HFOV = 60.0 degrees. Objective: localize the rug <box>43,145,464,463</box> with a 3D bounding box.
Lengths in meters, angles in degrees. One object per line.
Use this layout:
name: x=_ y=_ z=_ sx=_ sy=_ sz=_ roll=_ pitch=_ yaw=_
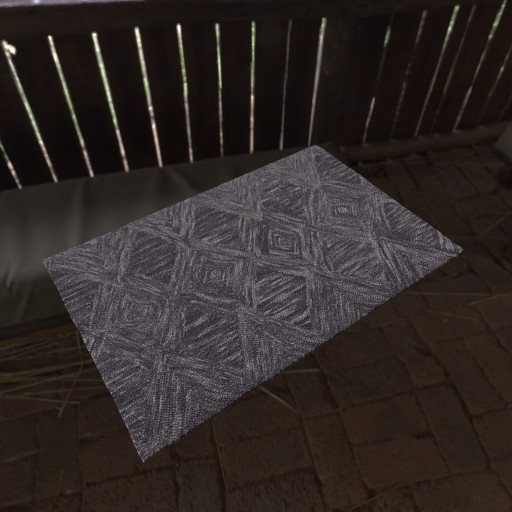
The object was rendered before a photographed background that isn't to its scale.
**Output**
rug: x=0.000 y=0.000 z=2.265 sx=1.814 sy=0.012 sz=1.186 roll=-27 pitch=53 yaw=-23
